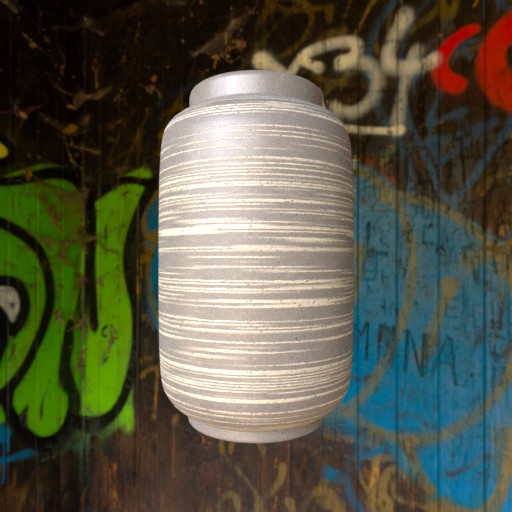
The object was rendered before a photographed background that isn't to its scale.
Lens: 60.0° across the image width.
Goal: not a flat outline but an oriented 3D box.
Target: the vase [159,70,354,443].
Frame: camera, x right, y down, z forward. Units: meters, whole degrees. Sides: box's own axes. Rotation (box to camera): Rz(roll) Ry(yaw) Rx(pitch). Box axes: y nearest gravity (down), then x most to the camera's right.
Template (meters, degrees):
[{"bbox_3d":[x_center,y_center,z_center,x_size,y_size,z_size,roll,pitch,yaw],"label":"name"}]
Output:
[{"bbox_3d":[0.000,0.000,0.690,0.297,0.499,0.297,0,0,0],"label":"vase"}]
